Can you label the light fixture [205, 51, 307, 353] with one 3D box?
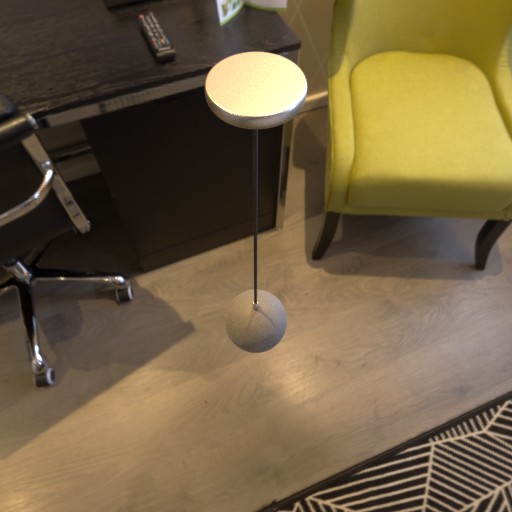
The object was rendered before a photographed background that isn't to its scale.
[{"bbox_3d":[0.000,0.000,0.834,0.153,0.760,0.153,32,64,18],"label":"light fixture"}]
